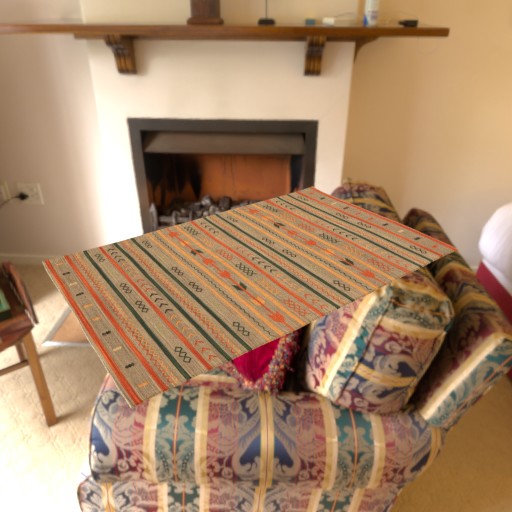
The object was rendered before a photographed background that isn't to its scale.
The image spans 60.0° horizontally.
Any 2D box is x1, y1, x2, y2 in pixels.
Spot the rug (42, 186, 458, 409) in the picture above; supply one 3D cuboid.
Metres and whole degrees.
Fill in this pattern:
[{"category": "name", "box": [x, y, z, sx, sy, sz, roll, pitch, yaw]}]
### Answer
[{"category": "rug", "box": [0.000, 0.000, 3.053, 2.439, 0.029, 1.537, -20, 35, -31]}]
